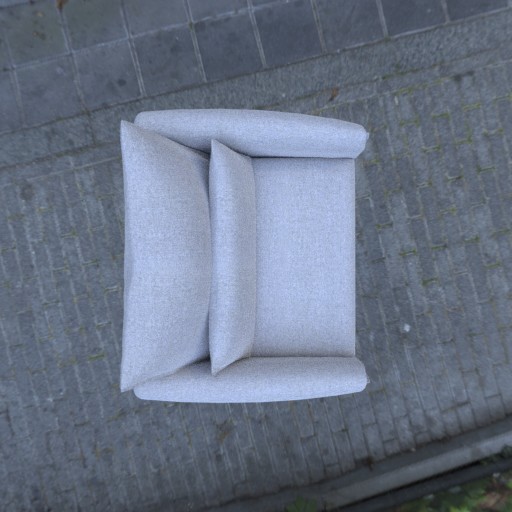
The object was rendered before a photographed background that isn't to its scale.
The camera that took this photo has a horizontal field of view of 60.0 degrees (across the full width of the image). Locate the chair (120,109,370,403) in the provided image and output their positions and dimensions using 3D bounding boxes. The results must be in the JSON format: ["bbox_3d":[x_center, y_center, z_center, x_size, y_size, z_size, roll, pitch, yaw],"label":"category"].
[{"bbox_3d":[0.000,0.000,1.648,0.801,0.856,1.029,0,89,2],"label":"chair"}]
